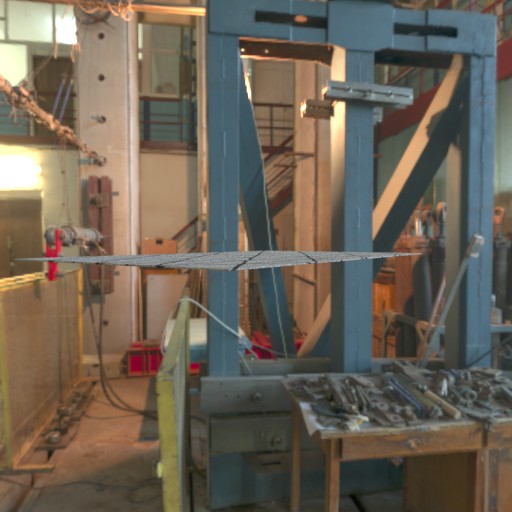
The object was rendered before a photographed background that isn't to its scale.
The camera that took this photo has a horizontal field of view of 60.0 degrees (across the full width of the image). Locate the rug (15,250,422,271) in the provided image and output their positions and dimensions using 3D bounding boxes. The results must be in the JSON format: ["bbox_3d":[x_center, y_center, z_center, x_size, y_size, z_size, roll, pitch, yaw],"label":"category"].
[{"bbox_3d":[0.000,0.000,3.006,1.526,0.008,2.465,1,2,36],"label":"rug"}]
